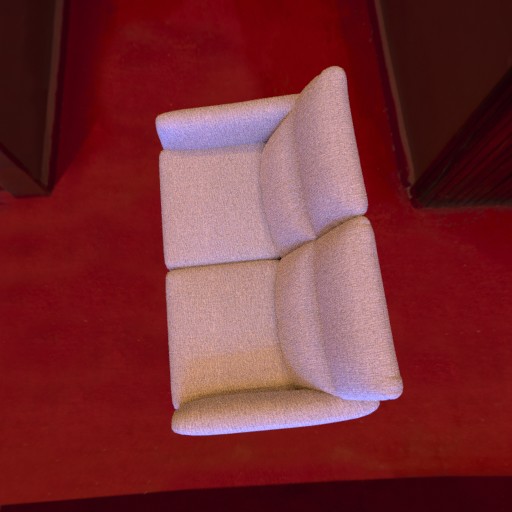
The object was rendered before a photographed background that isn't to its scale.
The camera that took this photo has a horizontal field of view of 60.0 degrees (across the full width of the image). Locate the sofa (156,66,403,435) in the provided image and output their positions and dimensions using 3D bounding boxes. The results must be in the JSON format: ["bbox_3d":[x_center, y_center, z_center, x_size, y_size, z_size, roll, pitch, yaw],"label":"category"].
[{"bbox_3d":[0.000,0.000,2.103,0.905,0.950,1.540,-6,75,-2],"label":"sofa"}]
